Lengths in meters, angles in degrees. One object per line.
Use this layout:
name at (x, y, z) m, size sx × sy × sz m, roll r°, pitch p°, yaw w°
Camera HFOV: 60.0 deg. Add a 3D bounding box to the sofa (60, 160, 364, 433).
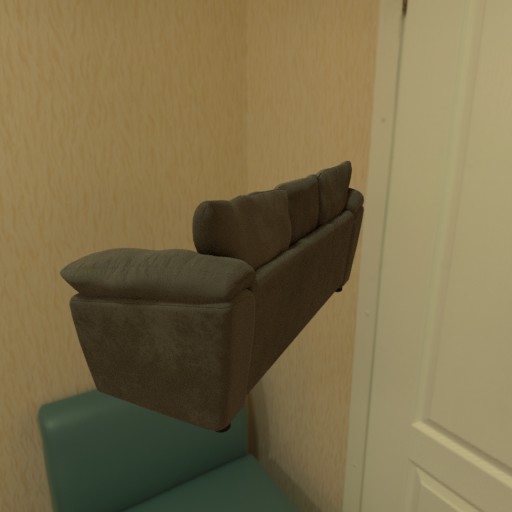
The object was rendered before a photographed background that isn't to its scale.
sofa at (0.000, 0.000, 2.850) m, size 0.878 × 1.073 × 2.336 m, roll 8°, pitch 19°, yaw 25°
